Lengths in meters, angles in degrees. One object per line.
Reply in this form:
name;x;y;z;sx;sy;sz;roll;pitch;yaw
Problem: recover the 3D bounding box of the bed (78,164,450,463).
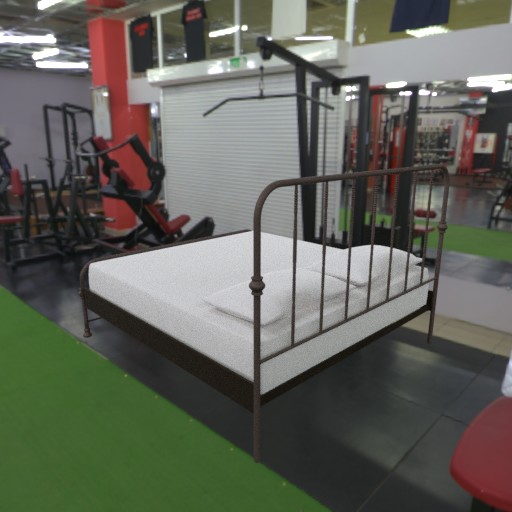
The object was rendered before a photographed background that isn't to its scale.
bed;0.000;0.000;3.503;2.044;1.446;2.134;-14;21;-42
